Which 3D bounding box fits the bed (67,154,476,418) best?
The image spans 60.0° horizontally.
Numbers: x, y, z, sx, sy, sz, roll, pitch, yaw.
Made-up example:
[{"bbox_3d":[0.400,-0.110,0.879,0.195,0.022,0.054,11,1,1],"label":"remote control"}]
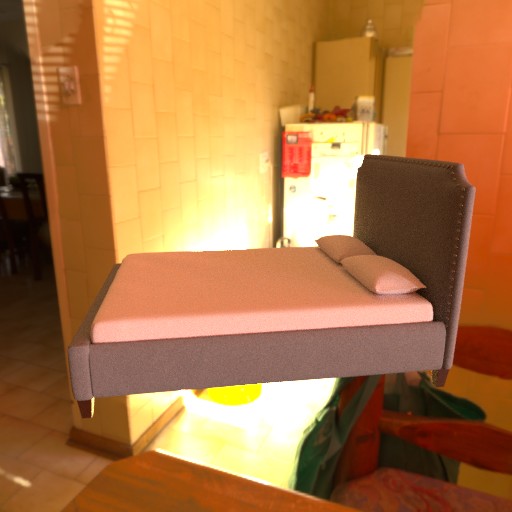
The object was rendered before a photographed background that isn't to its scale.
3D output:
[{"bbox_3d":[0.000,0.000,3.343,2.372,1.443,1.712,-2,15,-8],"label":"bed"}]
